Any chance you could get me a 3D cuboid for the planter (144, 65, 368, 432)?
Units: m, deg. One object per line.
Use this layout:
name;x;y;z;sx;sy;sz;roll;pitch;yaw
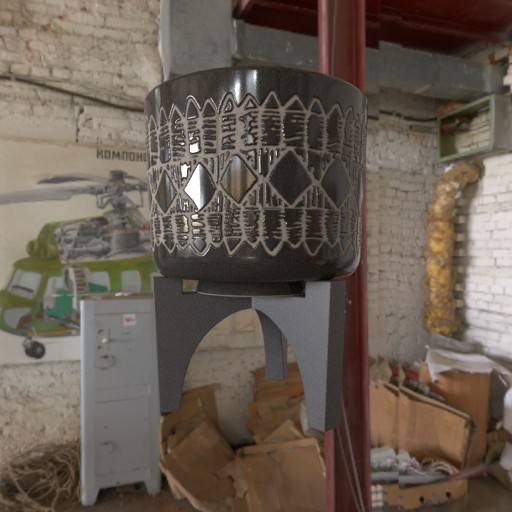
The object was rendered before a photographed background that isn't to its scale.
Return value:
planter;0.000;0.000;0.401;0.196;0.264;0.196;0;1;17
